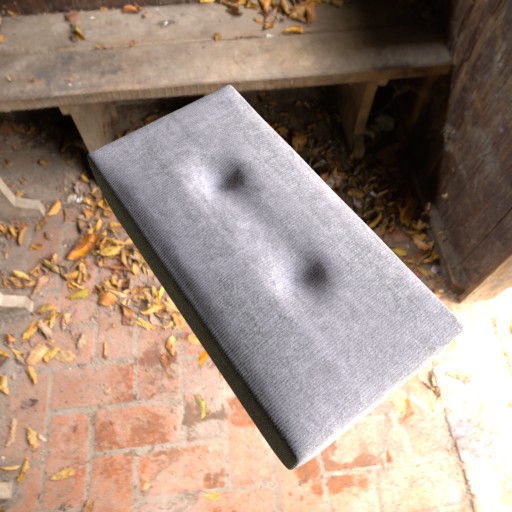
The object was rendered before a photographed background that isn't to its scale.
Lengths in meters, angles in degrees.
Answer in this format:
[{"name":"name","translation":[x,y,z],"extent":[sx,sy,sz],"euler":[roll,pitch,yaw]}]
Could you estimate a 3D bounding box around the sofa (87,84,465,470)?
[{"name":"sofa","translation":[0.000,0.000,1.166],"extent":[0.480,0.330,0.930],"euler":[-32,67,-16]}]
